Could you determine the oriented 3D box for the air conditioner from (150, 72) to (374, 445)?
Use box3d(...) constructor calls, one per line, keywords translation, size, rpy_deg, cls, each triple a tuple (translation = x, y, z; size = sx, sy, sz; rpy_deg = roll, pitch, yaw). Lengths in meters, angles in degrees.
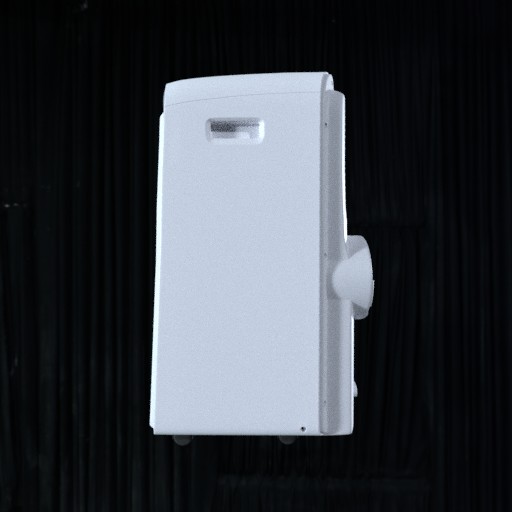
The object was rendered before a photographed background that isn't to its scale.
box3d(translation=(0.000, 0.000, 1.087), size=(0.467, 0.765, 0.478), rpy_deg=(0, 2, -2), cls="air conditioner")
